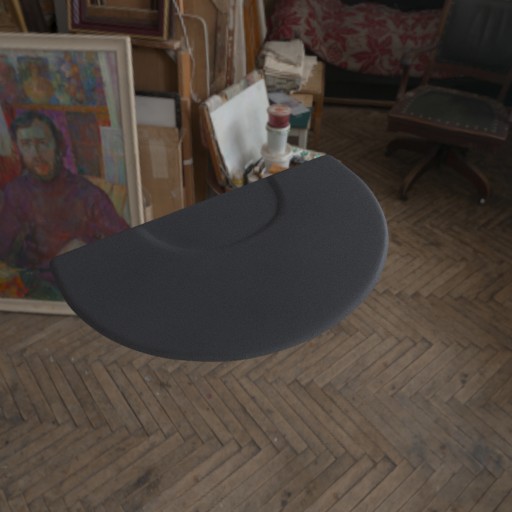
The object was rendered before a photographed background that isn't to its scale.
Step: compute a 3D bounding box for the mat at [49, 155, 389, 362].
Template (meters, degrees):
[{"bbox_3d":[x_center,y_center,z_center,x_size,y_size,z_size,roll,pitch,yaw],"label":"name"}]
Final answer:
[{"bbox_3d":[0.000,0.000,1.889,1.525,0.022,0.917,-24,51,-22],"label":"mat"}]
